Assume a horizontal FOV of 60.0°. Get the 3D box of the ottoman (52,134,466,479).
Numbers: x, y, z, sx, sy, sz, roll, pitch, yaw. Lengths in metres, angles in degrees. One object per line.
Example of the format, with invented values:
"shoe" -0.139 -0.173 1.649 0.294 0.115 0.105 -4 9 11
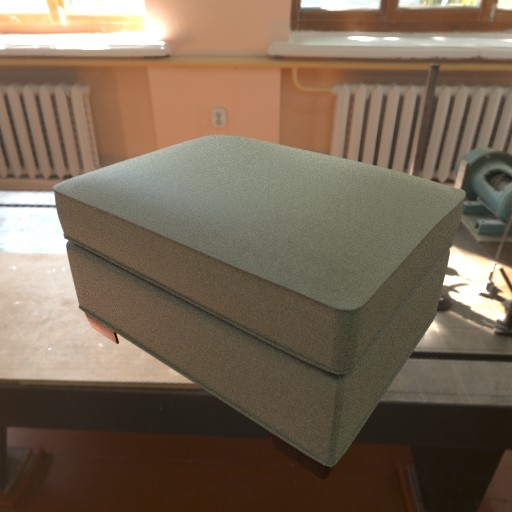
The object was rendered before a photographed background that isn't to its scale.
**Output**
"ottoman" 0.000 0.000 1.182 0.843 0.504 0.619 21 37 32
